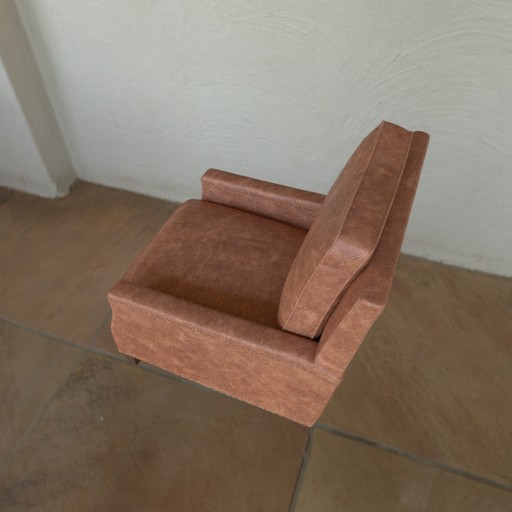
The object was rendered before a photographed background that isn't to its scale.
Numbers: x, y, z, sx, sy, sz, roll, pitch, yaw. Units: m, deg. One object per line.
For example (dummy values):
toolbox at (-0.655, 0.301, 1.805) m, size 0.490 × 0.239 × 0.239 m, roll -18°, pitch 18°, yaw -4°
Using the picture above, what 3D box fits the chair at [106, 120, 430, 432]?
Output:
chair at (0.000, 0.000, 1.808) m, size 1.035 × 1.054 × 0.854 m, roll 17°, pitch 49°, yaw 15°
